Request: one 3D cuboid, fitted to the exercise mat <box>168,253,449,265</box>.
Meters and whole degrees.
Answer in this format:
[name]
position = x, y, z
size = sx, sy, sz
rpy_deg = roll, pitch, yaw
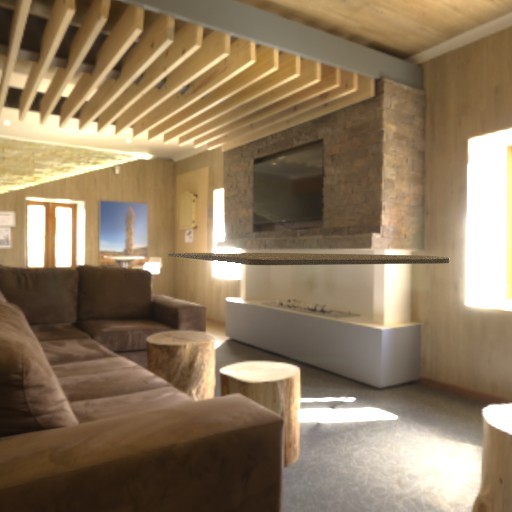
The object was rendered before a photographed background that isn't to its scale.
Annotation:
[exercise mat]
position = 0.000, 0.000, 2.072
size = 0.616, 0.021, 1.884
rpy_deg = 0, 1, -18
